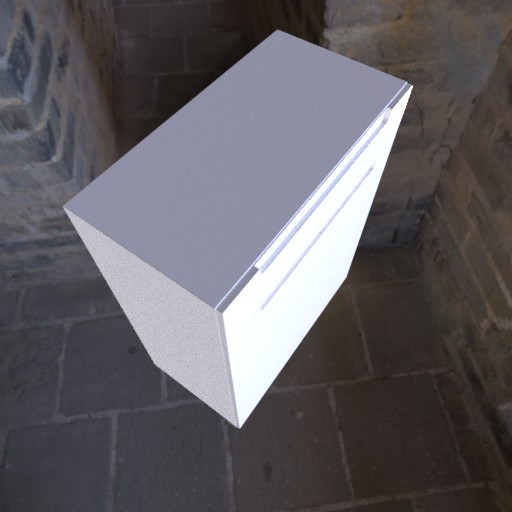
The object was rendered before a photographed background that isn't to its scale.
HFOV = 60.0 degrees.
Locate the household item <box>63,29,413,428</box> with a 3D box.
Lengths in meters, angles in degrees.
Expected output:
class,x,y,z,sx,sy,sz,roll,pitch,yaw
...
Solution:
class,x,y,z,sx,sy,sz,roll,pitch,yaw
household item,0.000,0.000,1.450,0.420,1.010,0.790,31,63,18
